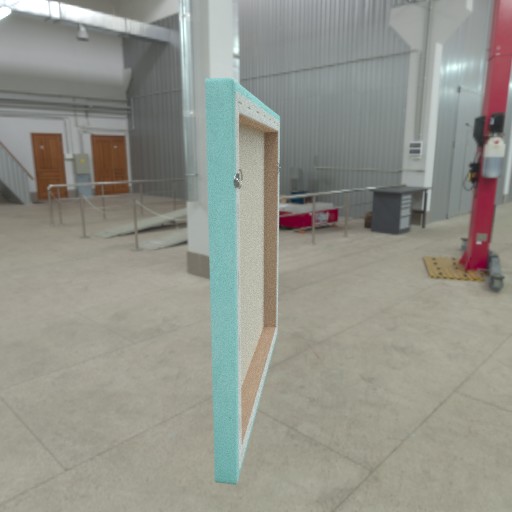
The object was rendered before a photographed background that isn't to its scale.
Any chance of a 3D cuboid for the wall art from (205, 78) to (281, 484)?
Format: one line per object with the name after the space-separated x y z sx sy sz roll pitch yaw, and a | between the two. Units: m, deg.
0.000 0.000 1.170 0.054 0.766 0.765 2 13 8 | wall art
